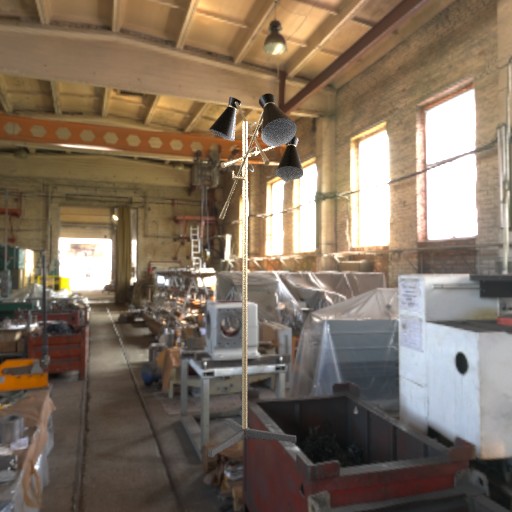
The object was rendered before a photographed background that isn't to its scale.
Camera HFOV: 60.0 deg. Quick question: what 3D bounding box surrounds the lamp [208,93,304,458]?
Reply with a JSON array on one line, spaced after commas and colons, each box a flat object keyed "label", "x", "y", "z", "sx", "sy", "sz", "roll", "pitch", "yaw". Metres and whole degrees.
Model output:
[{"label": "lamp", "x": 0.000, "y": 0.000, "z": 2.247, "sx": 0.750, "sy": 1.804, "sz": 0.653, "roll": -1, "pitch": -2, "yaw": 37}]
